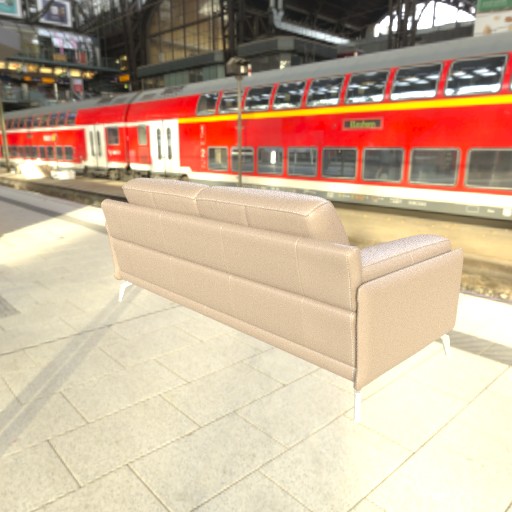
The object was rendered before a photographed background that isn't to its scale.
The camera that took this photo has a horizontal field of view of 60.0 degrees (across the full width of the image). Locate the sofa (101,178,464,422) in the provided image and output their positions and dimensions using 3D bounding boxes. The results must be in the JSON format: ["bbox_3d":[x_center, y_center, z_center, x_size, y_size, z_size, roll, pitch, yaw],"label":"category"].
[{"bbox_3d":[0.000,0.000,2.682,1.049,0.930,2.101,-14,20,-43],"label":"sofa"}]
